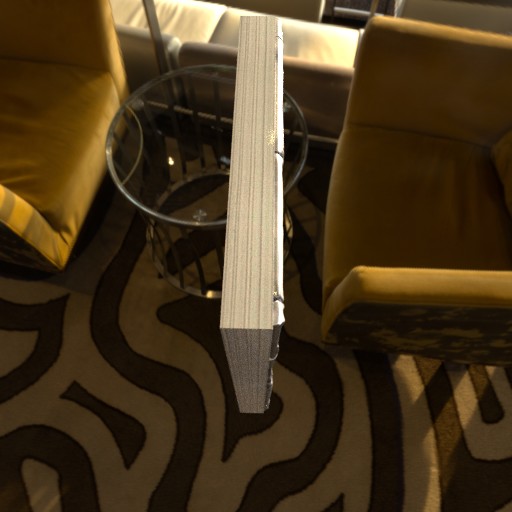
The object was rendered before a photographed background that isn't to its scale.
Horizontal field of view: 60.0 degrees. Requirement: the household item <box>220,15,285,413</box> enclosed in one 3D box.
[{"bbox_3d":[0.000,0.000,0.285,0.025,0.216,0.165,1,63,1],"label":"household item"}]
